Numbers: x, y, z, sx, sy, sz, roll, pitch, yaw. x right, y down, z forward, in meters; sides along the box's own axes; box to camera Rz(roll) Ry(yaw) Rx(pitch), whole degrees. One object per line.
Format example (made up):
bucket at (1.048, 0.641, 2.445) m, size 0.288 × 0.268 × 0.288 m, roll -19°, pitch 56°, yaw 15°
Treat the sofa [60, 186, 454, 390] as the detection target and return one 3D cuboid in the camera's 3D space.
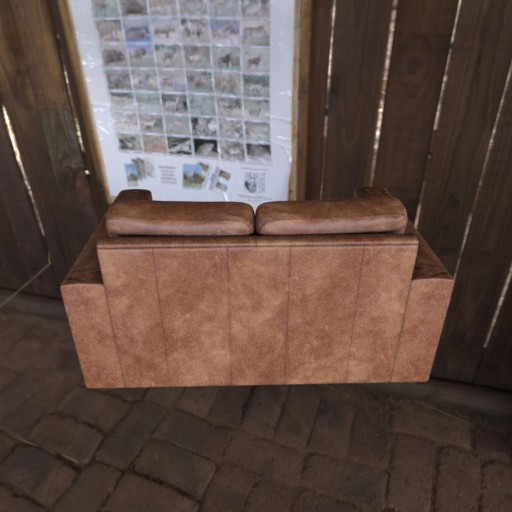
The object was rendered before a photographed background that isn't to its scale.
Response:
sofa at (0.000, 0.000, 2.323) m, size 1.626 × 0.889 × 1.041 m, roll -1°, pitch 30°, yaw -1°
